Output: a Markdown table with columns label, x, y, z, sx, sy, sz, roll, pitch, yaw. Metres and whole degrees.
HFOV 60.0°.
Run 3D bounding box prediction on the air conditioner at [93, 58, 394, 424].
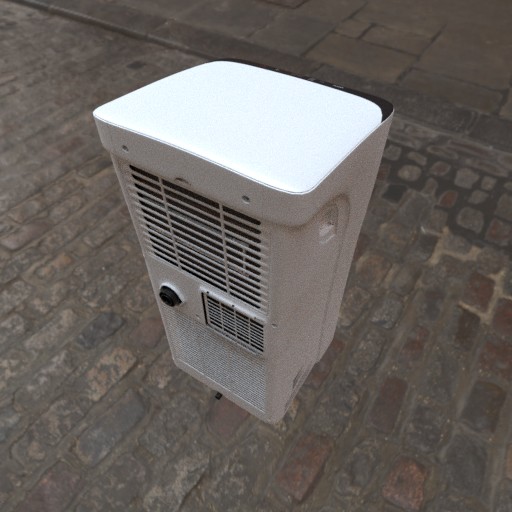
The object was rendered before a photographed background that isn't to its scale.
| label | x | y | z | sx | sy | sz | roll | pitch | yaw |
| --- | --- | --- | --- | --- | --- | --- | --- | --- | --- |
| air conditioner | 0.000 | 0.000 | 0.912 | 0.352 | 0.716 | 0.369 | 25 | 52 | 22 |
